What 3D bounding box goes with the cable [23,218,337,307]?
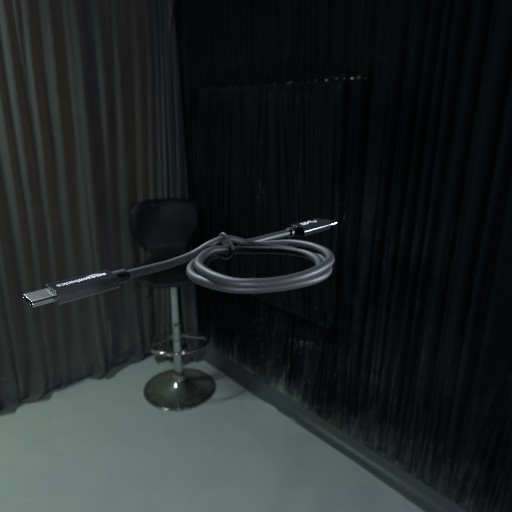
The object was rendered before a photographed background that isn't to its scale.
[{"bbox_3d":[0.000,0.000,0.209,0.186,0.014,0.070,-17,24,-41],"label":"cable"}]
